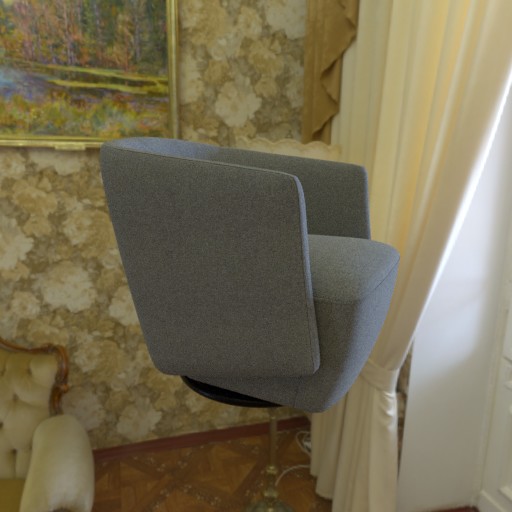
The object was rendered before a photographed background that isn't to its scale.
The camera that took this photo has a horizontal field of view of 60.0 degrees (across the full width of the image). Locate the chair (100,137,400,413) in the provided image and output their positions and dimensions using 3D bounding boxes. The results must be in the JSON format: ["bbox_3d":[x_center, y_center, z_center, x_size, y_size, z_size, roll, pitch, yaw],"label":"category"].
[{"bbox_3d":[0.000,0.000,1.642,0.986,0.861,0.822,7,15,26],"label":"chair"}]
